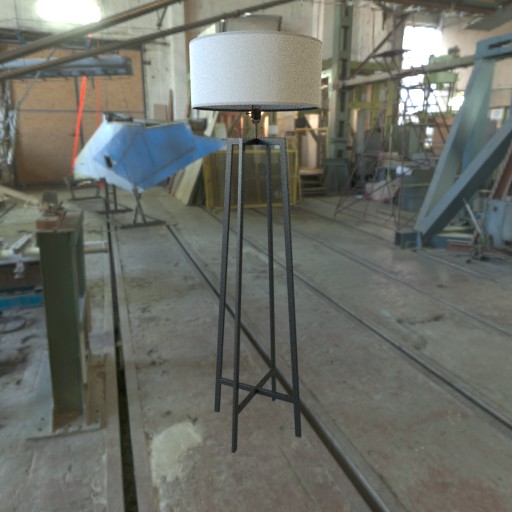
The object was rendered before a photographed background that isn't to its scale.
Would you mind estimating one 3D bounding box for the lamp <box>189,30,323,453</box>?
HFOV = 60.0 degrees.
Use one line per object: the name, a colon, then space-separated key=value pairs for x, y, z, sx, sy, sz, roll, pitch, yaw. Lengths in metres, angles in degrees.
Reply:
lamp: x=0.000 y=0.000 z=1.733 sx=0.456 sy=1.510 sz=0.457 roll=7 pitch=17 yaw=25
